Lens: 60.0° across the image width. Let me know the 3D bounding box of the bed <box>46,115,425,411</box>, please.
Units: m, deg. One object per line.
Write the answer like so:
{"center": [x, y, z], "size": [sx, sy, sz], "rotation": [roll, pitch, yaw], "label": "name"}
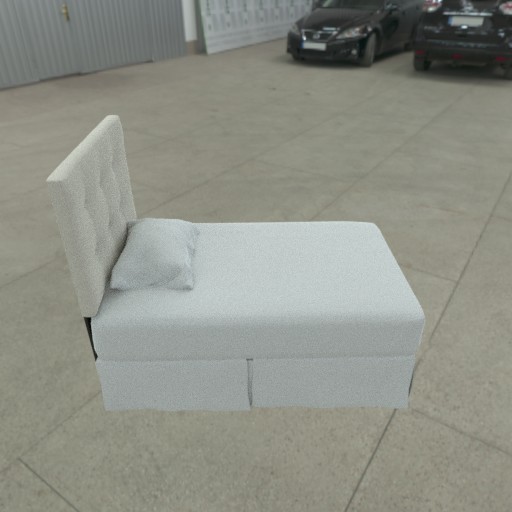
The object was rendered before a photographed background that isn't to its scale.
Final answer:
{"center": [0.000, 0.000, 2.936], "size": [1.997, 1.571, 1.261], "rotation": [-1, 32, -1], "label": "bed"}
